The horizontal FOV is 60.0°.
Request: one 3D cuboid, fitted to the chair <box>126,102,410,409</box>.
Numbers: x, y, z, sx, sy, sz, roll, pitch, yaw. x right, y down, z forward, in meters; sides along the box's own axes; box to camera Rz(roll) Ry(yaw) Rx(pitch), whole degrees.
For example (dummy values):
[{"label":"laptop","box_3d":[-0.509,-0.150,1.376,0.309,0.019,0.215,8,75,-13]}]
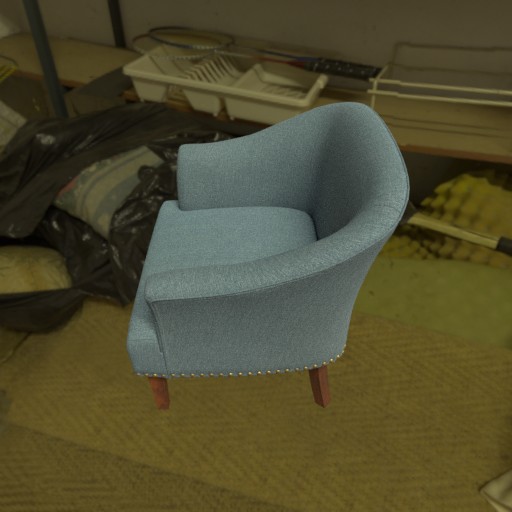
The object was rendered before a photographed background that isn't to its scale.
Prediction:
[{"label":"chair","box_3d":[0.000,0.000,1.396,0.704,0.815,0.772,-1,39,-1]}]
